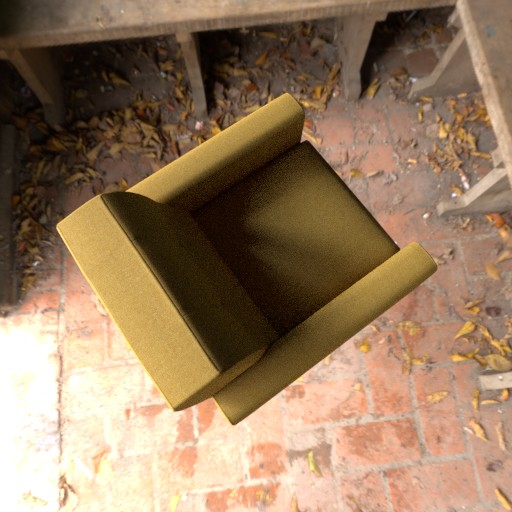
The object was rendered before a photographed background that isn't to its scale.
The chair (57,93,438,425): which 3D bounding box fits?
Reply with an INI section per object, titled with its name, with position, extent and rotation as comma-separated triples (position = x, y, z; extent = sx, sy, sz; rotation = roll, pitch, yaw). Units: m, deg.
[chair]
position = 0.000, 0.000, 1.554
extent = 0.909, 0.841, 0.831
rotation = -35, 77, -9
